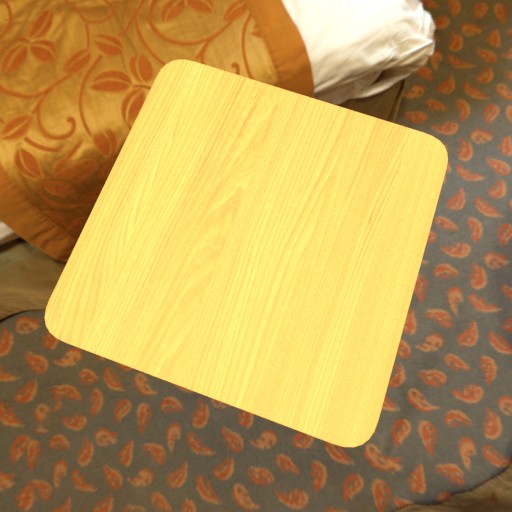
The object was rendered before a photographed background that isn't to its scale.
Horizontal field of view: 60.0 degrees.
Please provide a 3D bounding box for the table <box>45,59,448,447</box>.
[{"bbox_3d":[0.000,0.000,1.233,0.750,0.450,0.750,19,76,5],"label":"table"}]
